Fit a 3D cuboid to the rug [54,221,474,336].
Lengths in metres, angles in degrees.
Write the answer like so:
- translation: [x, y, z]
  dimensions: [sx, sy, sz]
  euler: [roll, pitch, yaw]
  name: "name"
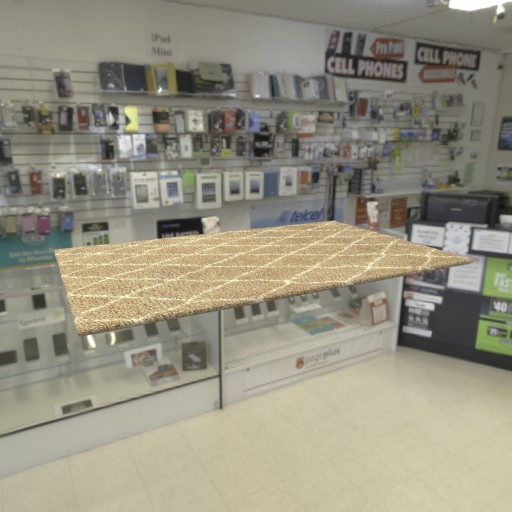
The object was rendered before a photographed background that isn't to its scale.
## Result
- translation: [0.000, 0.000, 3.020]
  dimensions: [2.438, 0.030, 1.524]
  euler: [-8, 17, -26]
  name: "rug"
